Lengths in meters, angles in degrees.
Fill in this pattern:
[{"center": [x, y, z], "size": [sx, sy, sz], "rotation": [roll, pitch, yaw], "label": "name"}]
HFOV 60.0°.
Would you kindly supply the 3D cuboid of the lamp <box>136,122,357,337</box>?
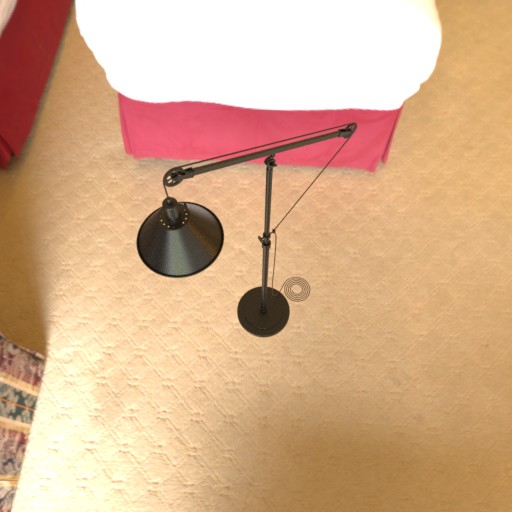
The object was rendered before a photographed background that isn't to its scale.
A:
[{"center": [0.000, 0.000, 1.974], "size": [0.904, 1.626, 0.319], "rotation": [-32, 67, -15], "label": "lamp"}]
